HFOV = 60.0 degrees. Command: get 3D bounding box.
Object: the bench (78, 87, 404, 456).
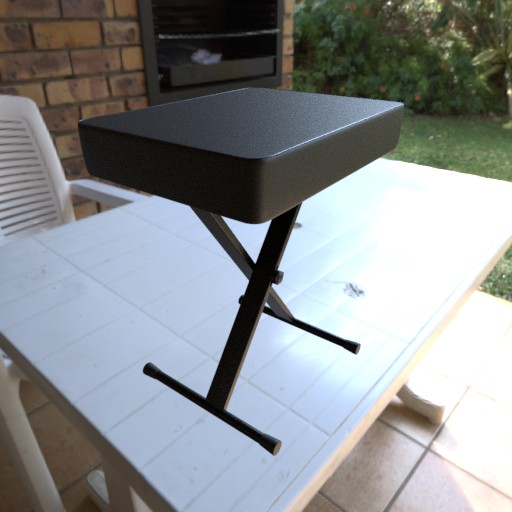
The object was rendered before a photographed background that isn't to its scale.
[{"bbox_3d":[0.000,0.000,0.791,0.321,0.500,0.424,19,34,32],"label":"bench"}]
